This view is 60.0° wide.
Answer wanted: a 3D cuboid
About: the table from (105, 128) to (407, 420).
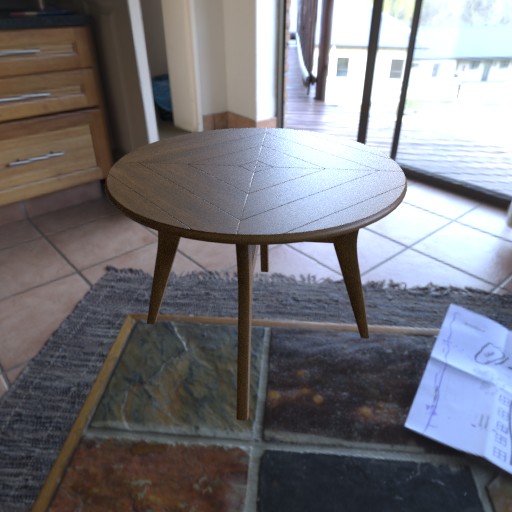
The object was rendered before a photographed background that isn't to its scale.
[{"bbox_3d":[0.000,0.000,1.797,1.055,0.757,1.055,0,31,0],"label":"table"}]
